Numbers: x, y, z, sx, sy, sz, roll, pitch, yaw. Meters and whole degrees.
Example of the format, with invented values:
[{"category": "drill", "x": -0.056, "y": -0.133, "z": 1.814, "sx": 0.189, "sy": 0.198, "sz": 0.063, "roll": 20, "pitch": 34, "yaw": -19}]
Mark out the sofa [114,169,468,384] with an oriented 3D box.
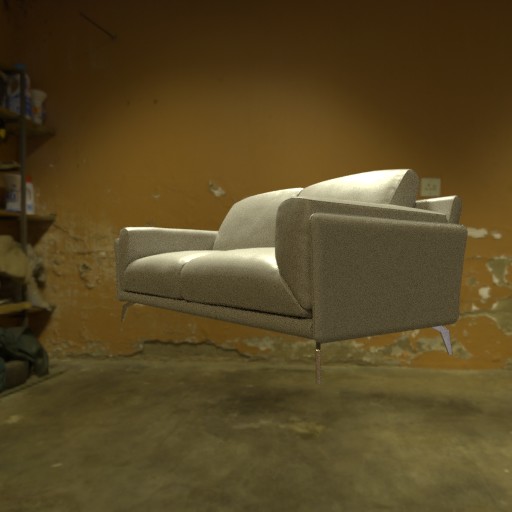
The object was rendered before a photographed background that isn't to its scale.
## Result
[{"category": "sofa", "x": 0.000, "y": 0.000, "z": 2.656, "sx": 1.049, "sy": 0.930, "sz": 2.101, "roll": 1, "pitch": -1, "yaw": -36}]
